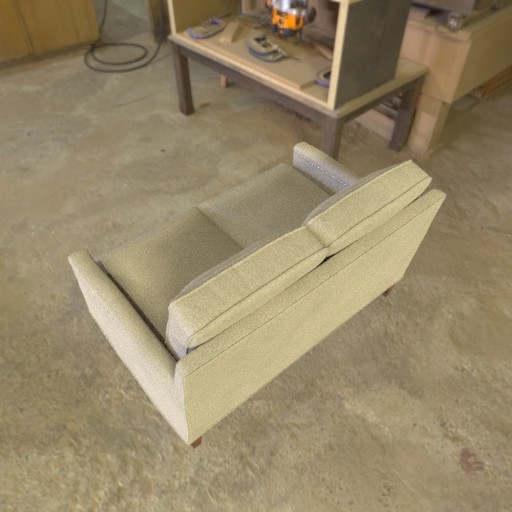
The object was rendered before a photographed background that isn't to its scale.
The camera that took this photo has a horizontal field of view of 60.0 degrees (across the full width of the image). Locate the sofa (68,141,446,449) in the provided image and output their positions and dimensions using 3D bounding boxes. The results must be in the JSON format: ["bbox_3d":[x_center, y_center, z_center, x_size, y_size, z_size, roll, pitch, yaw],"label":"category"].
[{"bbox_3d":[0.000,0.000,2.318,1.597,1.003,1.084,-31,54,-26],"label":"sofa"}]
